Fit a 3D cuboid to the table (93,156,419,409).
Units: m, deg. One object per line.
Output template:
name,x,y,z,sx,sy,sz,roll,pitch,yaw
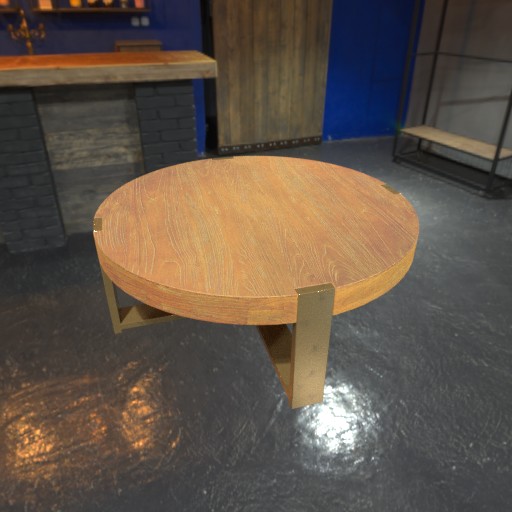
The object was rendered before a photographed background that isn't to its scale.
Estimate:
table,0.000,0.000,1.678,1.100,0.420,1.100,0,31,0
